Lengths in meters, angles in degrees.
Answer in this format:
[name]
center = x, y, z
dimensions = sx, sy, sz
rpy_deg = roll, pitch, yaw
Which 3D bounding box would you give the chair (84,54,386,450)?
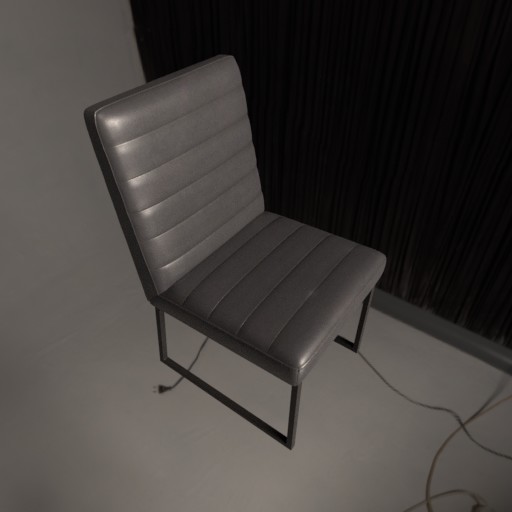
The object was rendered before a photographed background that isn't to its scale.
[chair]
center = 0.000, 0.000, 1.309
dimensions = 0.634, 0.930, 0.520
rpy_deg = 25, 47, 26
